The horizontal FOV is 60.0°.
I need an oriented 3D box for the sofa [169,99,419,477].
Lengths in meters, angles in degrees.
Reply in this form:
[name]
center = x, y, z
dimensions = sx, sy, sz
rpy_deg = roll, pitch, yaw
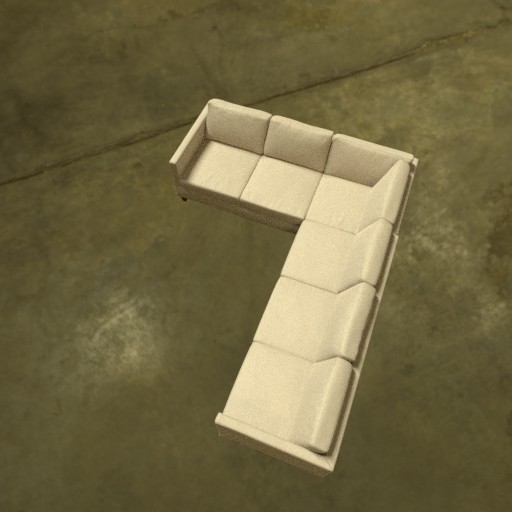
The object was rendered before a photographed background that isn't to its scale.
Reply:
[sofa]
center = 0.000, 0.000, 4.302
dimensions = 2.432, 0.863, 3.182
rpy_deg = 19, 61, 11
